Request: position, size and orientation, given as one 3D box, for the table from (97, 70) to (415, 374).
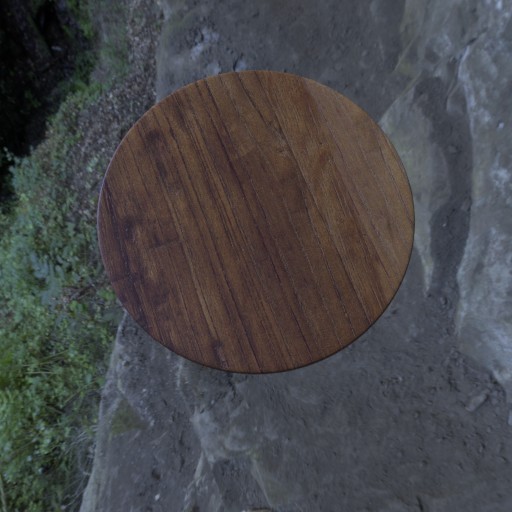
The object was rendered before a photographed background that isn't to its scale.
[{"bbox_3d":[0.000,0.000,0.808,0.400,0.520,0.400,0,77,0],"label":"table"}]
